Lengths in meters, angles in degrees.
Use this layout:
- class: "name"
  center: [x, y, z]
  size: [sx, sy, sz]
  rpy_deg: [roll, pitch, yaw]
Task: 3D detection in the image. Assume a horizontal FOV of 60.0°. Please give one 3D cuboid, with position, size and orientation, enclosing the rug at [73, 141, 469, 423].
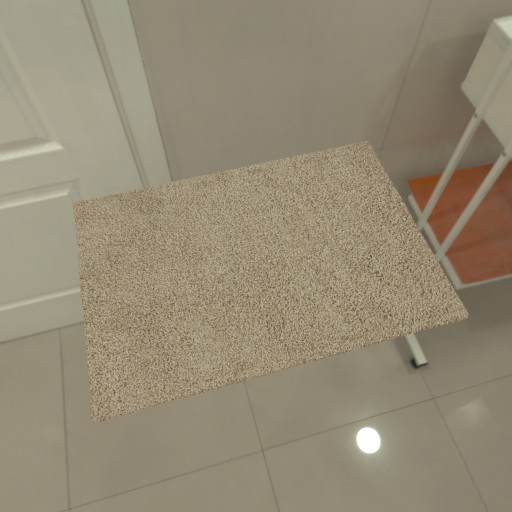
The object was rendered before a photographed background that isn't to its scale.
- class: "rug"
  center: [0.000, 0.000, 2.299]
  size: [1.778, 0.030, 1.219]
  rpy_deg: [-14, 59, -8]
